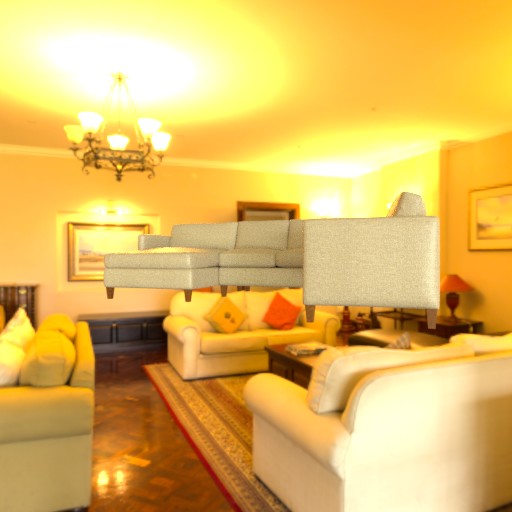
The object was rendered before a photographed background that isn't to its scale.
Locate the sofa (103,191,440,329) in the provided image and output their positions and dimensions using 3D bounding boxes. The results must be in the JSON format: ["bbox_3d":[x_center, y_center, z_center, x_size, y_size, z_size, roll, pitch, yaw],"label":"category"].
[{"bbox_3d":[0.000,0.000,4.662,3.460,0.961,2.594,0,0,19],"label":"sofa"}]
